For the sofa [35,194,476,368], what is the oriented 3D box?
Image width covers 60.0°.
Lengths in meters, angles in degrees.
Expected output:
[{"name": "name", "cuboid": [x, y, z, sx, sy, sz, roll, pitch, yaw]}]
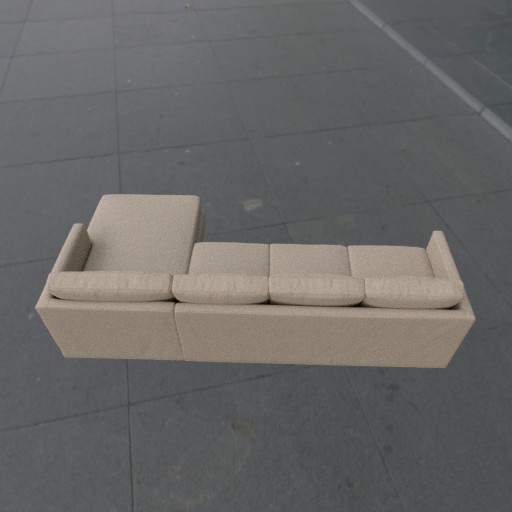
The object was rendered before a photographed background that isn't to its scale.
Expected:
[{"name": "sofa", "cuboid": [0.000, 0.000, 3.898, 3.177, 0.867, 1.622, 1, 47, 1]}]
